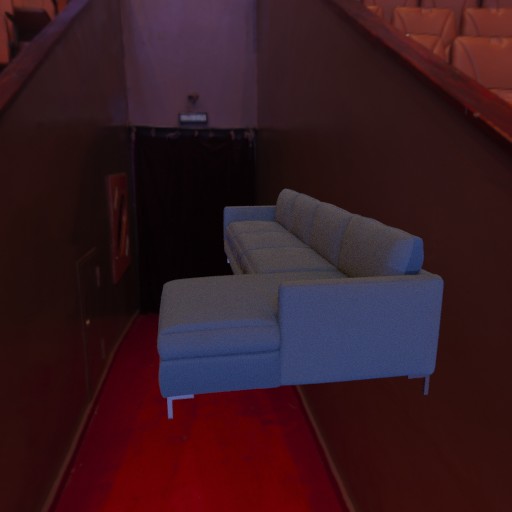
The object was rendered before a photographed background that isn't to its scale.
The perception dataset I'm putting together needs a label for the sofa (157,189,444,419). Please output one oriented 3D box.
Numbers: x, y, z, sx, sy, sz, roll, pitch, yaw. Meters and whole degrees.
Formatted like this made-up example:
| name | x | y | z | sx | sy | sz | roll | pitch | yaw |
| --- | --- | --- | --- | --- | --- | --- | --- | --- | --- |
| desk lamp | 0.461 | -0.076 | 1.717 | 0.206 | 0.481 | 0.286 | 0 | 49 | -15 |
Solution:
| name | x | y | z | sx | sy | sz | roll | pitch | yaw |
| --- | --- | --- | --- | --- | --- | --- | --- | --- | --- |
| sofa | 0.000 | 0.000 | 3.164 | 1.255 | 0.756 | 2.725 | -2 | 13 | -9 |
